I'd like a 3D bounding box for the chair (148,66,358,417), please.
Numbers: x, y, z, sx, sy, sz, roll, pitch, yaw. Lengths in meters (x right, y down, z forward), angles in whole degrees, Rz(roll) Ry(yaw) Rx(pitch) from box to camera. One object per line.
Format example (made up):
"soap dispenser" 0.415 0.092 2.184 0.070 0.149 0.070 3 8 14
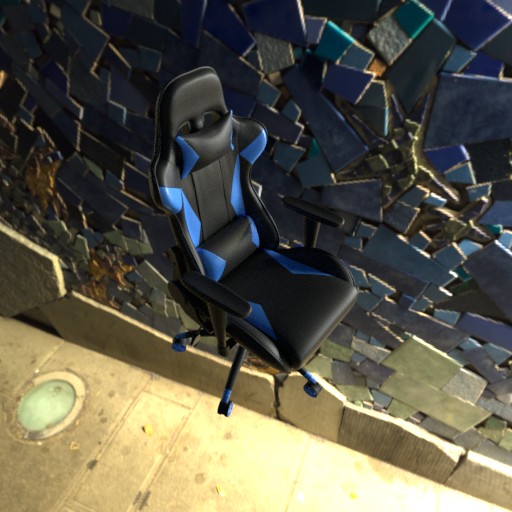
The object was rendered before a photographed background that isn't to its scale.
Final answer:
"chair" 0.000 0.000 1.713 0.730 1.282 0.695 27 48 28
